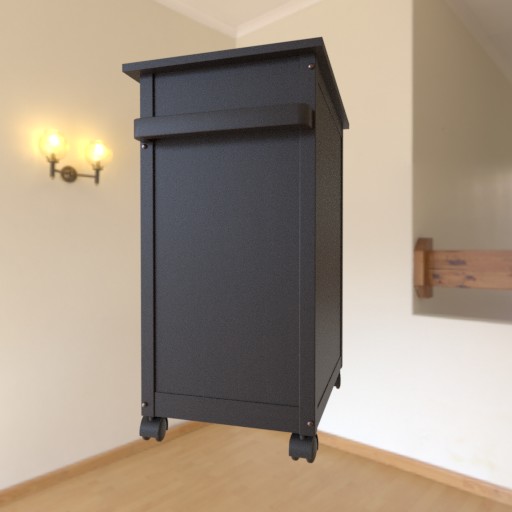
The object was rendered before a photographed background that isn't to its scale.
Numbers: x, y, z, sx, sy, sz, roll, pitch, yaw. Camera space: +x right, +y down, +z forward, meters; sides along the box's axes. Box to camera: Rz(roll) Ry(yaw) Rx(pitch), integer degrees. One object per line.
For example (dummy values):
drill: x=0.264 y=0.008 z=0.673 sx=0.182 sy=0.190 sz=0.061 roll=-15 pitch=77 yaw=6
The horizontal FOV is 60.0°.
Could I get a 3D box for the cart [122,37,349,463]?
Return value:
cart: x=0.000 y=0.000 z=1.242 sx=0.456 sy=0.879 sz=0.660 roll=0 pitch=1 yaw=17
